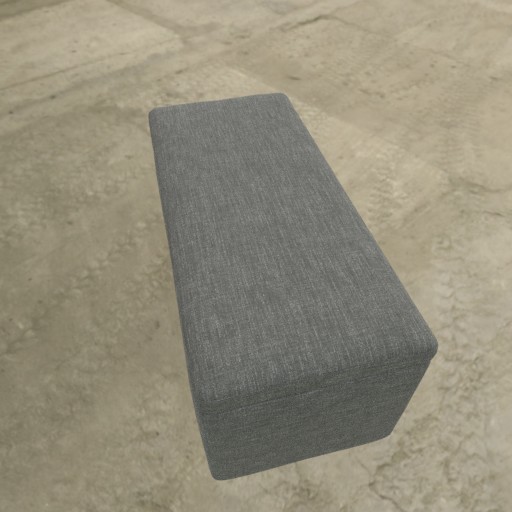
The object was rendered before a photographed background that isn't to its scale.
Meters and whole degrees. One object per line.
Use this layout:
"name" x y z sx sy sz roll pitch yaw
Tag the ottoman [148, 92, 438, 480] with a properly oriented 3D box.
"ottoman" 0.000 0.000 1.104 0.419 0.432 0.902 -10 48 -10
